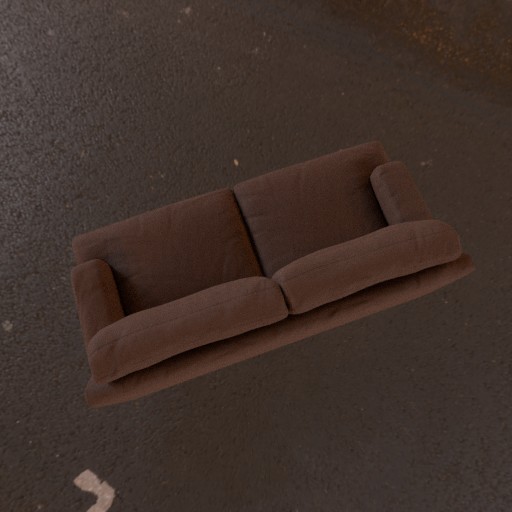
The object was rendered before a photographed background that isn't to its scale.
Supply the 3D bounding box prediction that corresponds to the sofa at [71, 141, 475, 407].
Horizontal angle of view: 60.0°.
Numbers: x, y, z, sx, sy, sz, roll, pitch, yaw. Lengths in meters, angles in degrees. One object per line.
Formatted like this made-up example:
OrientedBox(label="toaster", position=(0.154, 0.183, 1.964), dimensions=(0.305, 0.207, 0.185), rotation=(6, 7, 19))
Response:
OrientedBox(label="sofa", position=(0.000, 0.000, 2.818), dimensions=(2.274, 0.950, 1.140), rotation=(-19, 75, -5))
